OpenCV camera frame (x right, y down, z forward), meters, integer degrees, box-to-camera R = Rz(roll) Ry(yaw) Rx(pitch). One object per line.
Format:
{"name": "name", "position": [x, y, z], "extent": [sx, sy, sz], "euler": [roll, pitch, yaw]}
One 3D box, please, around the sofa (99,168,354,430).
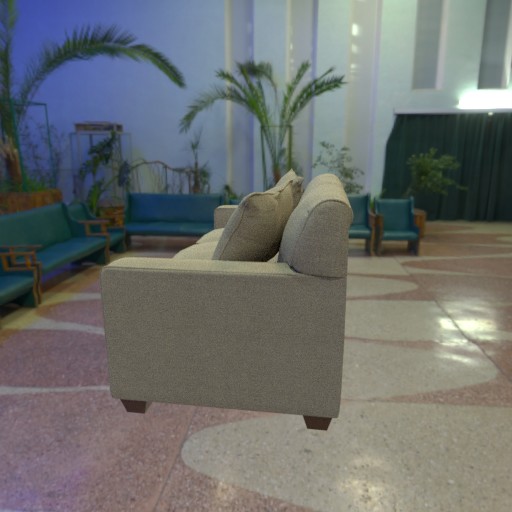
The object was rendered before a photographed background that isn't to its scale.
{"name": "sofa", "position": [0.000, 0.000, 2.638], "extent": [0.997, 0.958, 2.024], "euler": [2, 14, 9]}
